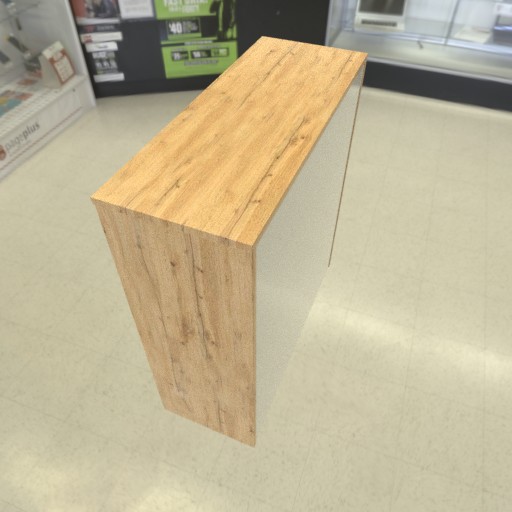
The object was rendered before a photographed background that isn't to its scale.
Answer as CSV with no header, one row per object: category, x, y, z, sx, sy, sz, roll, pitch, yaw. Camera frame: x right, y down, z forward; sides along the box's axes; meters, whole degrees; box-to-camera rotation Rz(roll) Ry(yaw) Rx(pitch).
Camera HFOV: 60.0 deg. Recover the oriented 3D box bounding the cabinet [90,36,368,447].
cabinet,0.000,0.000,1.958,0.473,1.397,1.168,17,49,15
